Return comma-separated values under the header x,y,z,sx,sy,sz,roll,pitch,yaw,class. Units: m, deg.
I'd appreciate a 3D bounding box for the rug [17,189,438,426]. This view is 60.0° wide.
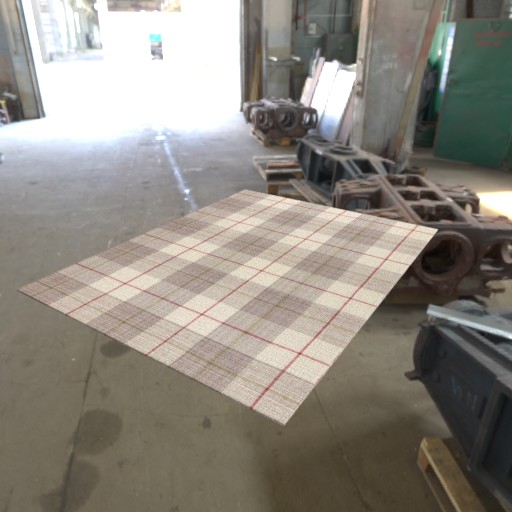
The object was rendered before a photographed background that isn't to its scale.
x,y,z,sx,sy,sz,roll,pitch,yaw,class
0.000,0.000,3.836,2.317,0.016,2.959,16,31,30,rug
